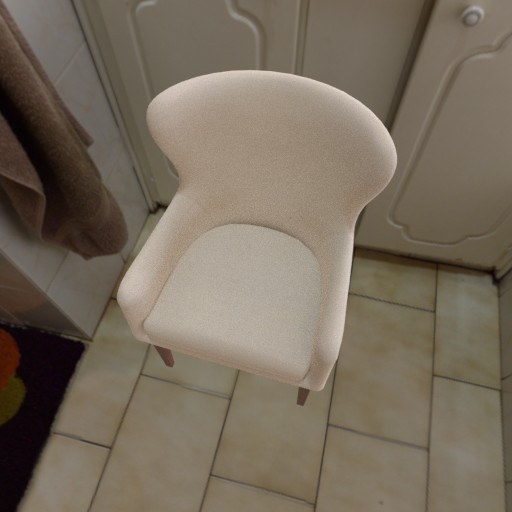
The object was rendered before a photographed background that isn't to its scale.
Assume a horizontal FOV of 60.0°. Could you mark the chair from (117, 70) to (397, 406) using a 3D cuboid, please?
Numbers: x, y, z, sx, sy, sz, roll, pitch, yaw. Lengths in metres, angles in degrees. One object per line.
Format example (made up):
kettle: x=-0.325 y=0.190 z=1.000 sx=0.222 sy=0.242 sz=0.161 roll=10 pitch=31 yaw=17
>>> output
chair: x=0.000 y=0.000 z=1.537 sx=0.696 sy=0.990 sz=0.744 roll=14 pitch=60 yaw=8
